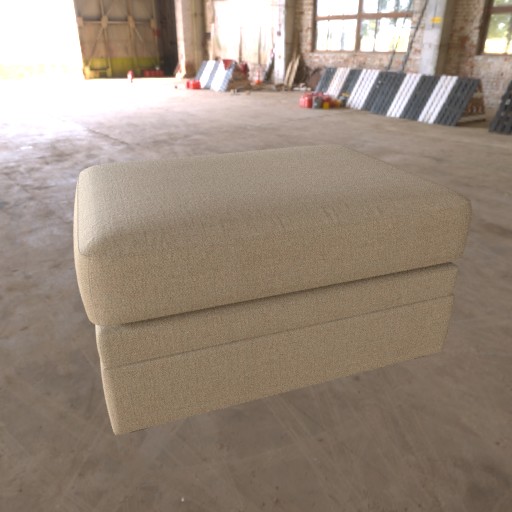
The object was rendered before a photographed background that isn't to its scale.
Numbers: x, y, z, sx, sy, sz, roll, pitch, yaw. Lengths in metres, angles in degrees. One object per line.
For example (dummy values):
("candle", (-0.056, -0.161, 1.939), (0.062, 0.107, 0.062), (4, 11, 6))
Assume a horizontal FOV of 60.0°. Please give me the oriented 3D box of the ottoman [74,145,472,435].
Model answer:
("ottoman", (0.000, 0.000, 1.210), (0.885, 0.478, 0.637), (-9, 27, -18))
